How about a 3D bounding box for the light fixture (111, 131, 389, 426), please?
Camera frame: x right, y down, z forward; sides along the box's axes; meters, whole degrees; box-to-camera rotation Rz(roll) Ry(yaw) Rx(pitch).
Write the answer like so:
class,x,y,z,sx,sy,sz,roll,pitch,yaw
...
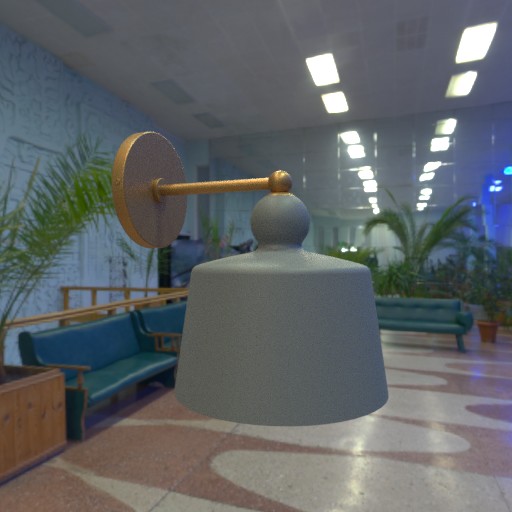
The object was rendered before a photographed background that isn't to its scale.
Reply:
class,x,y,z,sx,sy,sz,roll,pitch,yaw
light fixture,0.000,0.000,0.444,0.254,0.268,0.204,0,0,21
